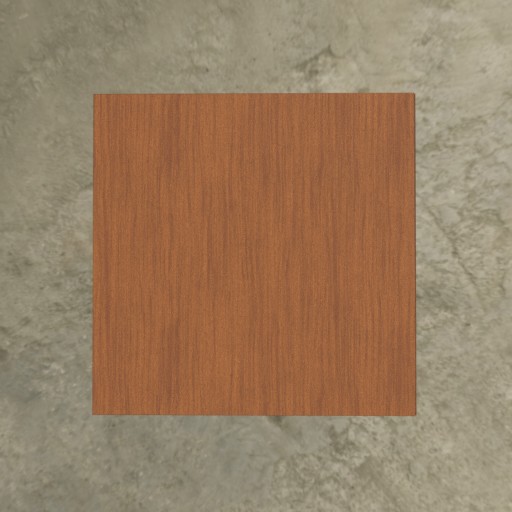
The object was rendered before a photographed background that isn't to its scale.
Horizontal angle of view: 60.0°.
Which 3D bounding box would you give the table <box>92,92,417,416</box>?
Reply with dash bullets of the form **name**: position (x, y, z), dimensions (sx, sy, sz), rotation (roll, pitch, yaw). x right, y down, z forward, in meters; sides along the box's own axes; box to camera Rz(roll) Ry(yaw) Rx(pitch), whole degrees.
- **table**: position (0.000, 0.000, 0.815), dimensions (0.398, 0.540, 0.397), rotation (0, 89, 1)
